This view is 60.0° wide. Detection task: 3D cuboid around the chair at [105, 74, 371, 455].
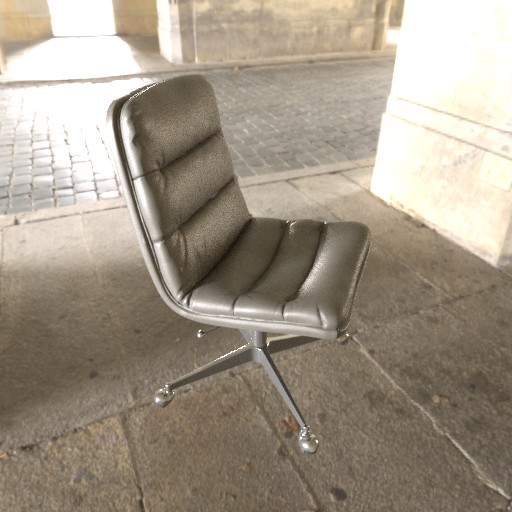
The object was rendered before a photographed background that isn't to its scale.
[{"bbox_3d":[0.000,0.000,1.026,0.485,0.738,0.422,11,33,17],"label":"chair"}]
